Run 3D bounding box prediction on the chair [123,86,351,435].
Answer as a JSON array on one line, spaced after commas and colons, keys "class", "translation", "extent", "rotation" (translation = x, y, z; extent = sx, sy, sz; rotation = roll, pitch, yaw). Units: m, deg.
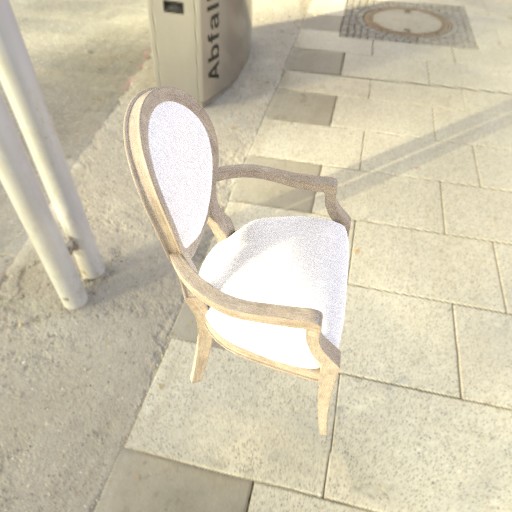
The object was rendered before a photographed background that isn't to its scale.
[{"class": "chair", "translation": [0.000, 0.000, 1.372], "extent": [0.602, 0.991, 0.611], "rotation": [8, 47, 8]}]
